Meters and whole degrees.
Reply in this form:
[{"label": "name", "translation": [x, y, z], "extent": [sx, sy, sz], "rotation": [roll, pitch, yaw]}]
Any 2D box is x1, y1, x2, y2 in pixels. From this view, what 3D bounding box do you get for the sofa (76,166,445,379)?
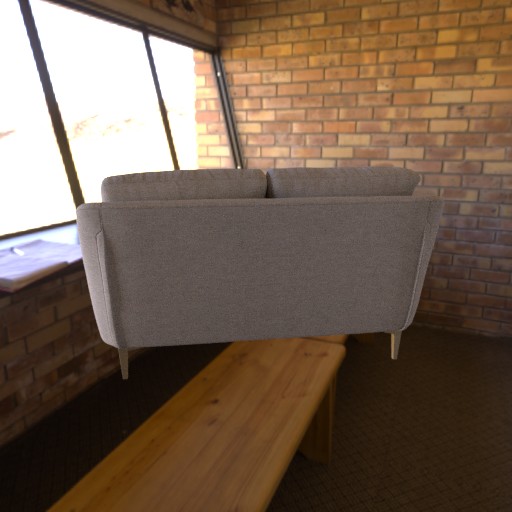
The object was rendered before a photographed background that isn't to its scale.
[{"label": "sofa", "translation": [0.000, 0.000, 2.213], "extent": [1.619, 0.904, 0.960], "rotation": [-2, 15, -8]}]
